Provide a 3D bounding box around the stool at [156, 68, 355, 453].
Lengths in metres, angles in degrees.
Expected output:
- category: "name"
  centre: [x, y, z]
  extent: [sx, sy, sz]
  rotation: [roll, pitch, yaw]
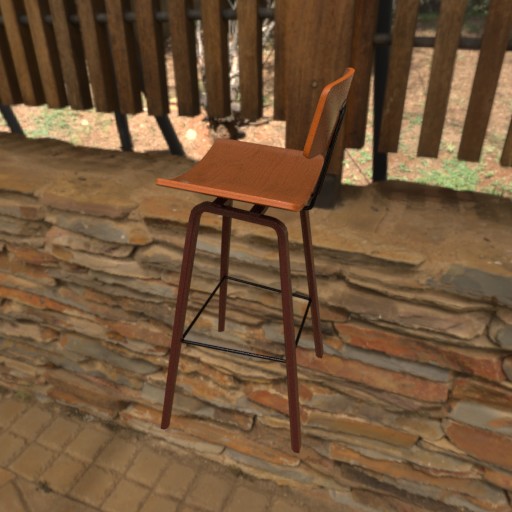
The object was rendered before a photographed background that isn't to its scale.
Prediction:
- category: "stool"
  centre: [0.000, 0.000, 1.245]
  extent: [0.440, 0.969, 0.509]
  rotation: [8, 29, 14]
